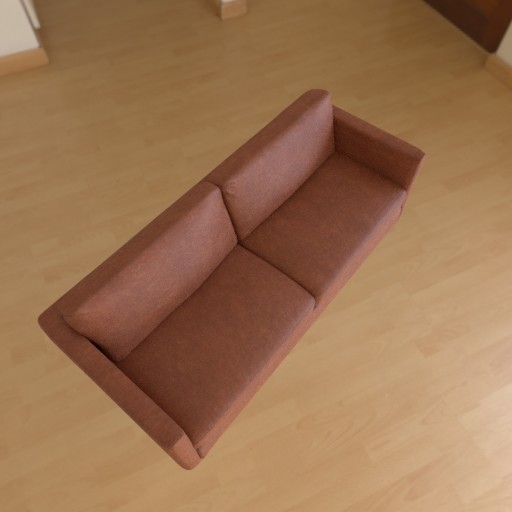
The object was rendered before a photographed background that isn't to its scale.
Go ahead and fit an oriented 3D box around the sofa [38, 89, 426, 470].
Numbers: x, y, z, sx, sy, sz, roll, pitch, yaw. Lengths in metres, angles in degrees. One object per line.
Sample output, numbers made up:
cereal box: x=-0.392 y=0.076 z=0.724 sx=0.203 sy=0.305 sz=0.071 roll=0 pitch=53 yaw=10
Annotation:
sofa: x=0.000 y=0.000 z=2.638 sx=0.950 sy=0.932 sz=2.204 roll=35 pitch=64 yaw=20
